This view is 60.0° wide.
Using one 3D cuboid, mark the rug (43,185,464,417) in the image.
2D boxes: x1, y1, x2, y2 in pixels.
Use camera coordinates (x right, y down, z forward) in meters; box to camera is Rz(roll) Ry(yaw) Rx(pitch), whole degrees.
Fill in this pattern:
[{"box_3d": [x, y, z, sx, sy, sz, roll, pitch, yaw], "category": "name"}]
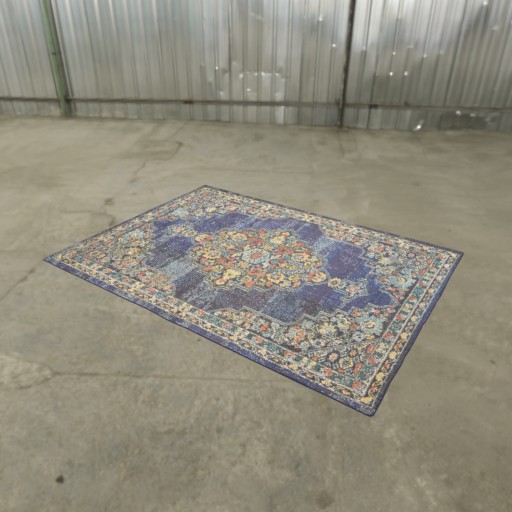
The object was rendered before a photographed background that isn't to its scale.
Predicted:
[{"box_3d": [0.000, 0.000, 2.889, 2.232, 0.009, 1.630, 19, 35, 29], "category": "rug"}]
